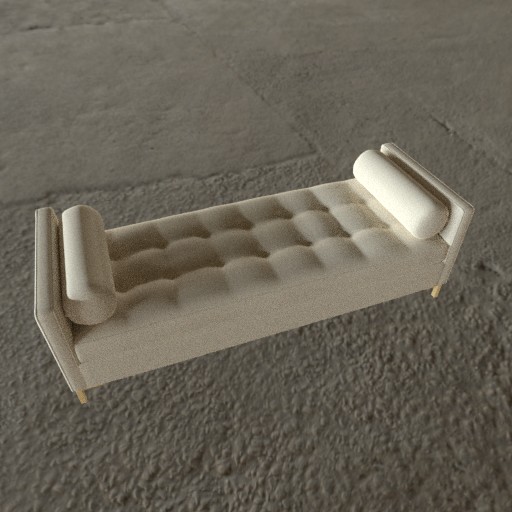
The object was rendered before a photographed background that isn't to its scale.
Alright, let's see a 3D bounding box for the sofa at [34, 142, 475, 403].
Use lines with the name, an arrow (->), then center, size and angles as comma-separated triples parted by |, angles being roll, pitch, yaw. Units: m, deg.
sofa -> 0.000, 0.000, 2.305 | 1.985, 0.641, 0.746 | -14, 43, -15
